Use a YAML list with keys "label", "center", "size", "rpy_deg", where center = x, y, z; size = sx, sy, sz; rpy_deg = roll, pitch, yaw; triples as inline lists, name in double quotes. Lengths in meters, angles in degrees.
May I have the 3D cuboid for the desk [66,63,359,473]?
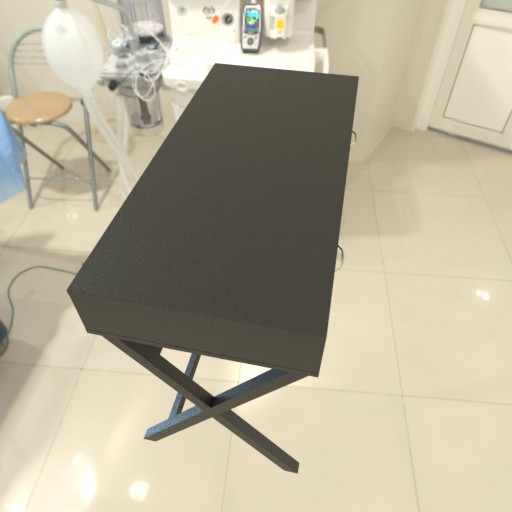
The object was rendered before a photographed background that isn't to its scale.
- label: "desk"
  center: [0.000, 0.000, 1.458]
  size: [0.525, 0.780, 1.057]
  rpy_deg: [9, 47, 8]
